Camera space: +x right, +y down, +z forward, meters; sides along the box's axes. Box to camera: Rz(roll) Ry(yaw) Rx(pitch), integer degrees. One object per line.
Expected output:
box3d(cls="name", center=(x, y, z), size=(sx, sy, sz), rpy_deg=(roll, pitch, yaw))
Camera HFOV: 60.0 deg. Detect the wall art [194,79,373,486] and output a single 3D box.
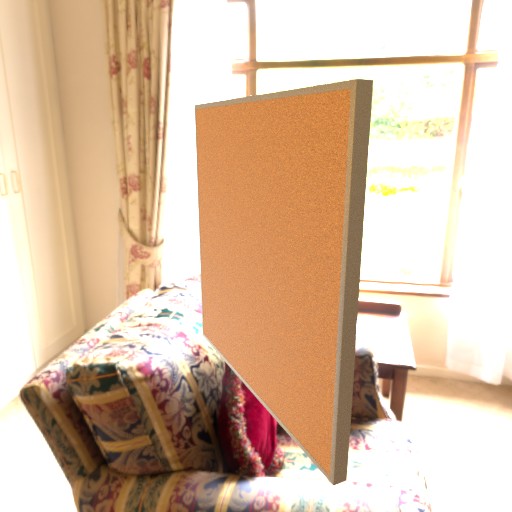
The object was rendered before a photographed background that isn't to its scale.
box3d(cls="wall art", center=(0.000, 0.000, 1.188), size=(0.038, 0.807, 0.809), rpy_deg=(-8, 17, -26))
